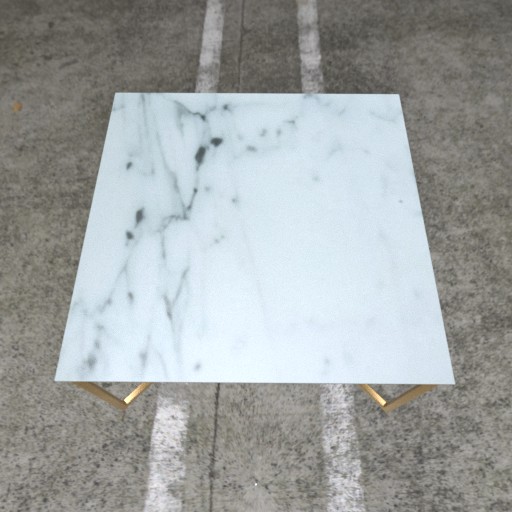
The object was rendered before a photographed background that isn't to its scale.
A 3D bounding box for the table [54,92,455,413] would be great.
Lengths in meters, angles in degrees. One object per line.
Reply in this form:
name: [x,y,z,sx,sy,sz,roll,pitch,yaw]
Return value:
table: [0.000,0.000,1.266,0.800,0.450,0.800,0,63,0]
